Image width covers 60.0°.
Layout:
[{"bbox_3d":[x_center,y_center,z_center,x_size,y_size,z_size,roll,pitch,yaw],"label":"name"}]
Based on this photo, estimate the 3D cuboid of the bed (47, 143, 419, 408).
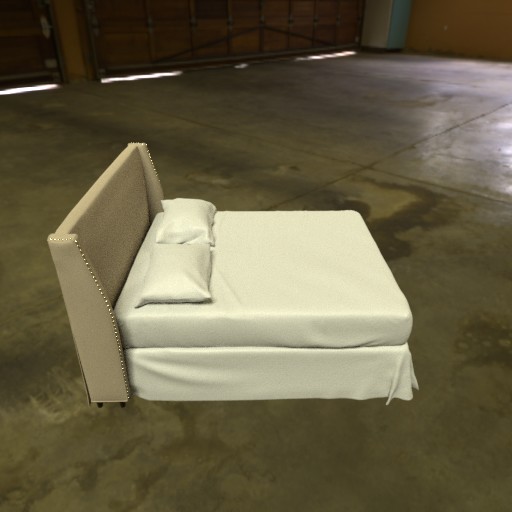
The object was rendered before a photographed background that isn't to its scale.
[{"bbox_3d":[0.000,0.000,3.502,2.276,1.332,1.925,0,30,-1],"label":"bed"}]
